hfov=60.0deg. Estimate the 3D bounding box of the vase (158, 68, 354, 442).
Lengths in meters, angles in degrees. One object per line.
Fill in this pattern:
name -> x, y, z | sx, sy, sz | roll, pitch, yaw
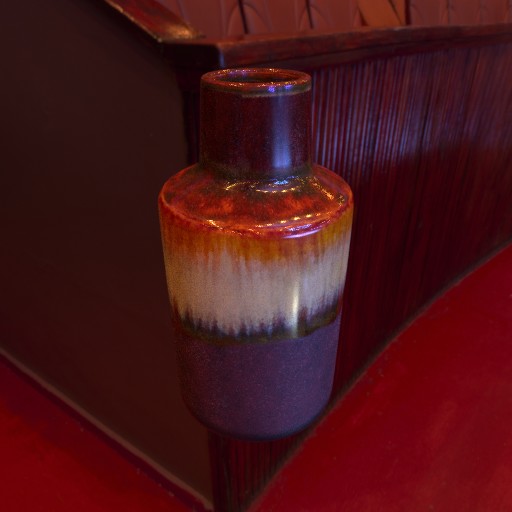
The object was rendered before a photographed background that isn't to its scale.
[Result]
vase -> 0.000, 0.000, 0.267 | 0.108, 0.204, 0.108 | 0, 30, 0
